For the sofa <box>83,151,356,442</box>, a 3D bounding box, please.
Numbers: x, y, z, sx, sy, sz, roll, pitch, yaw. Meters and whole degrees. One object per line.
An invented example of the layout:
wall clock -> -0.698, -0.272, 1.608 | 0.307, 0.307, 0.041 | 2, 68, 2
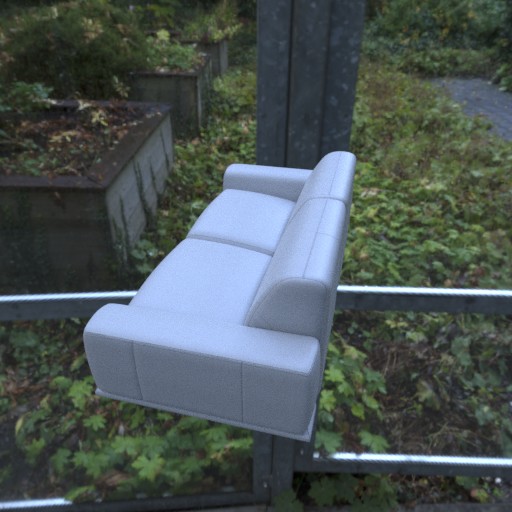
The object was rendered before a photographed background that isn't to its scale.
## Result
sofa -> 0.000, 0.000, 2.387 | 0.900, 0.772, 1.901 | 8, 32, 12
